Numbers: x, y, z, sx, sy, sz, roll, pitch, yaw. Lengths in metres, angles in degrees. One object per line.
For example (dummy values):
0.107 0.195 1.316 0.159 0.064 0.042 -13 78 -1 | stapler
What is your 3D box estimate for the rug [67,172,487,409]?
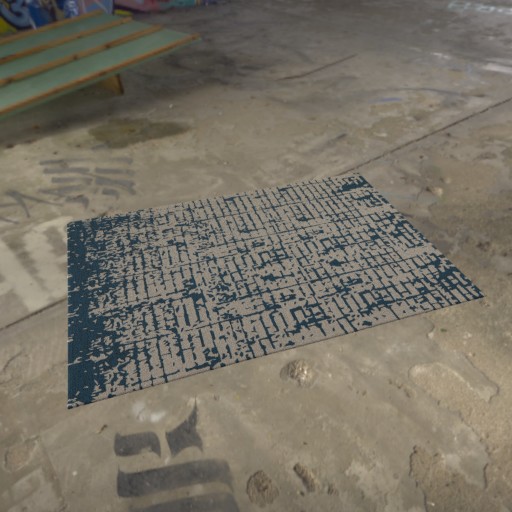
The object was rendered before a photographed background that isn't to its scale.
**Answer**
0.000 0.000 2.259 1.828 0.007 1.220 -12 41 -14 | rug
